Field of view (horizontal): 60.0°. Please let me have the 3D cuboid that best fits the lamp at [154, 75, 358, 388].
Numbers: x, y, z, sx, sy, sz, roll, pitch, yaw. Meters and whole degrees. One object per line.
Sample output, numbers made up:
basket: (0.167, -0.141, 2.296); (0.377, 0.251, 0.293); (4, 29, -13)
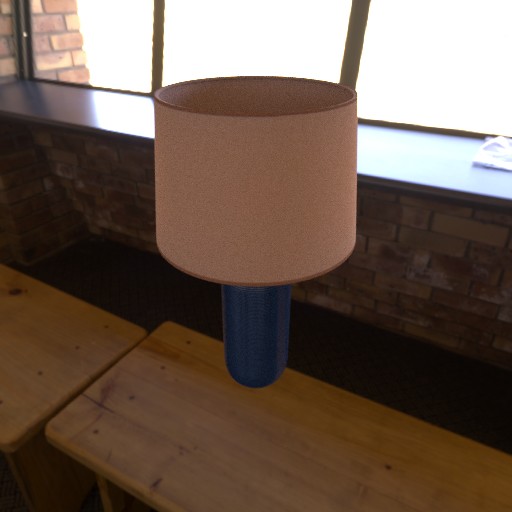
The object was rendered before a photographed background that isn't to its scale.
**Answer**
lamp: (0.000, 0.000, 0.858); (0.367, 0.609, 0.367); (0, 30, 0)
